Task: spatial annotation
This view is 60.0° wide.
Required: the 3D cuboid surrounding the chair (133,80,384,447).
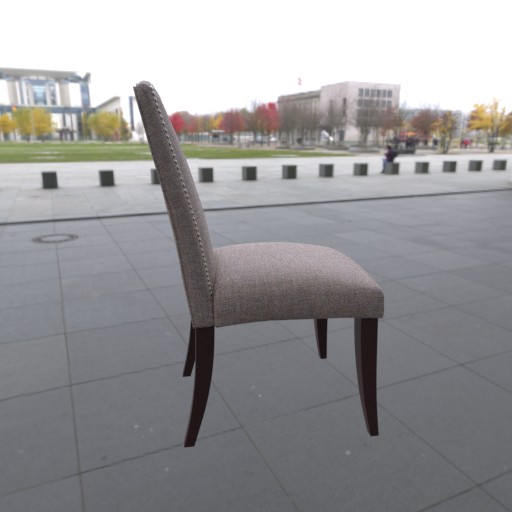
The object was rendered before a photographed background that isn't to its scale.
[{"bbox_3d":[0.000,0.000,1.389,0.660,1.016,0.513,-3,15,-9],"label":"chair"}]
